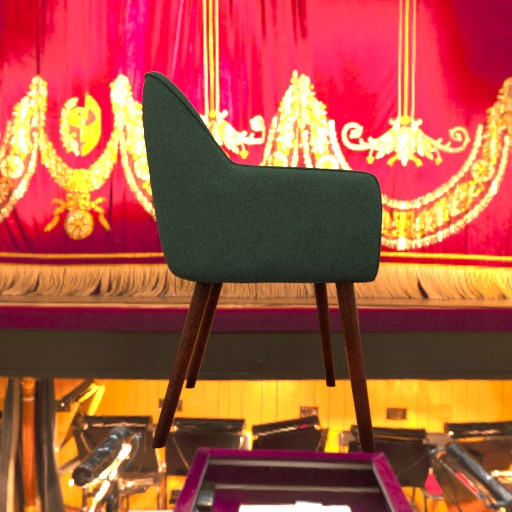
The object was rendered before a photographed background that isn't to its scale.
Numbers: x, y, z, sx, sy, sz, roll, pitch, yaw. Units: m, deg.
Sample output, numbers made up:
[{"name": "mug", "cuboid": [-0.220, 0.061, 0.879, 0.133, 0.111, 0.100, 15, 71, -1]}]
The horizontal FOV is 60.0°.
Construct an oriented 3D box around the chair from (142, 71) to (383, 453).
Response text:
[{"name": "chair", "cuboid": [0.000, 0.000, 1.150, 0.519, 0.803, 0.543, 0, -1, 0]}]
